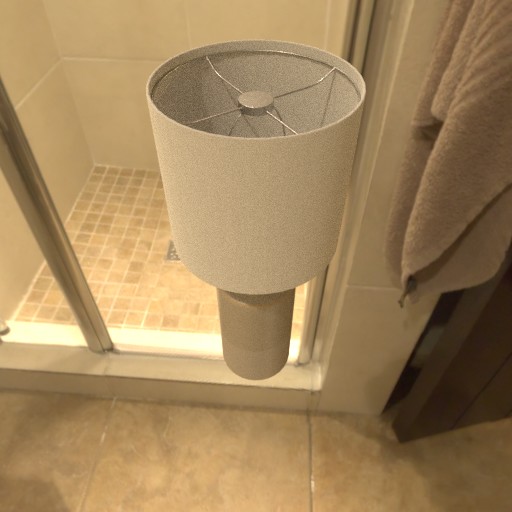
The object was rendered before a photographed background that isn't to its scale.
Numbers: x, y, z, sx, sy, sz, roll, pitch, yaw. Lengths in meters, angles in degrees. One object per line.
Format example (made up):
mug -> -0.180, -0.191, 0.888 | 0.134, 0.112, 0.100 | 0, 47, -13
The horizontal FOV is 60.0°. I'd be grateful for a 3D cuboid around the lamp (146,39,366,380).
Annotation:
lamp -> 0.000, 0.000, 0.610 | 0.212, 0.493, 0.212 | -25, 51, -22
